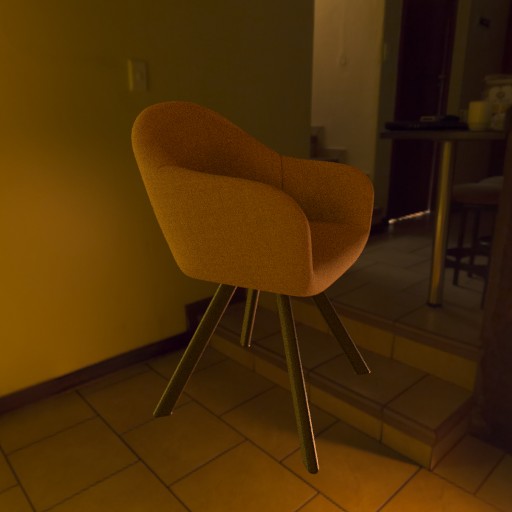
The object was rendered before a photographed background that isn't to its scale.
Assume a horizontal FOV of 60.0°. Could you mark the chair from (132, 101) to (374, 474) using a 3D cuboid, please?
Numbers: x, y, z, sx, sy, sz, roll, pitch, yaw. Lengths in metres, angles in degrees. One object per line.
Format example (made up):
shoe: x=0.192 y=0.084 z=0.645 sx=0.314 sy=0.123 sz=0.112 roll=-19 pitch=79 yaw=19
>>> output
chair: x=0.000 y=0.000 z=1.185 sx=0.550 sy=0.795 sz=0.590 roll=8 pitch=17 yaw=26
